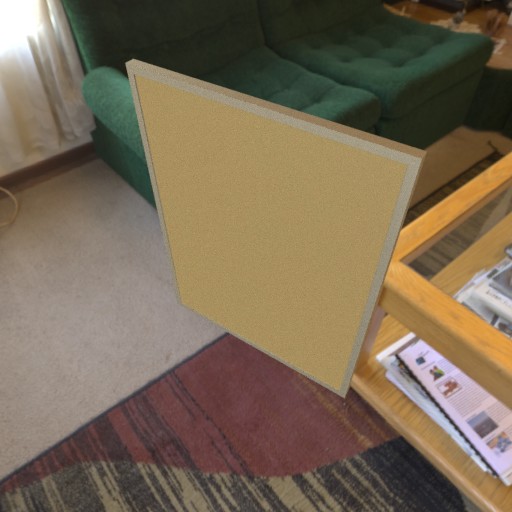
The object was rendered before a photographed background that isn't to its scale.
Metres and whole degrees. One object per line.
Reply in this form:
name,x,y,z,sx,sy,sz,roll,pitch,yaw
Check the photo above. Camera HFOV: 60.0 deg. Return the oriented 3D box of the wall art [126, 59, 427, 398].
wall art,0.000,0.000,1.398,0.789,1.042,0.034,25,52,22
